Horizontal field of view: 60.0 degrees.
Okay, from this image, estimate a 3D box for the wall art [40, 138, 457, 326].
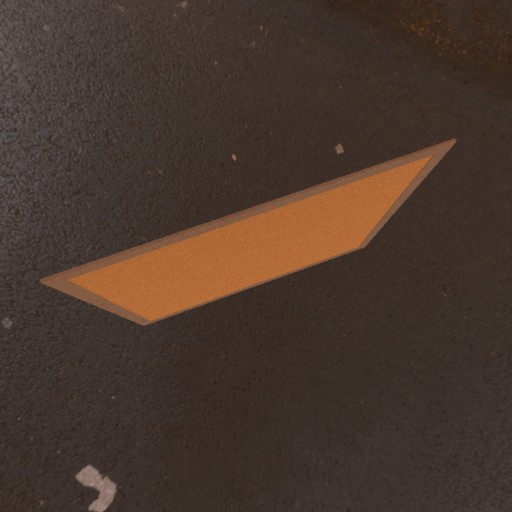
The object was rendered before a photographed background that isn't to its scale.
[{"bbox_3d":[0.000,0.000,1.690,1.168,1.067,0.025,-19,76,-5],"label":"wall art"}]
